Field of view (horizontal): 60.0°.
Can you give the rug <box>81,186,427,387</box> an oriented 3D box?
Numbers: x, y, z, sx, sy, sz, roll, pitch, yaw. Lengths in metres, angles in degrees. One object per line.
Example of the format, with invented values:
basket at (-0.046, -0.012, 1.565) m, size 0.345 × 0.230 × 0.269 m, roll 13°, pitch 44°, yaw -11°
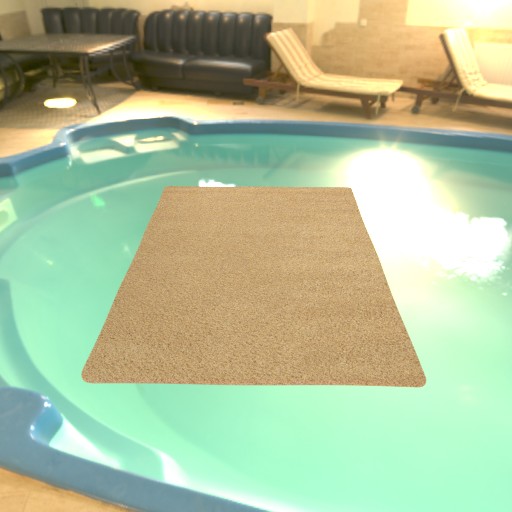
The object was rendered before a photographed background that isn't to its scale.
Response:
rug at (0.000, 0.000, 2.191) m, size 1.199 × 0.025 × 1.600 m, roll 0°, pitch 33°, yaw 1°
